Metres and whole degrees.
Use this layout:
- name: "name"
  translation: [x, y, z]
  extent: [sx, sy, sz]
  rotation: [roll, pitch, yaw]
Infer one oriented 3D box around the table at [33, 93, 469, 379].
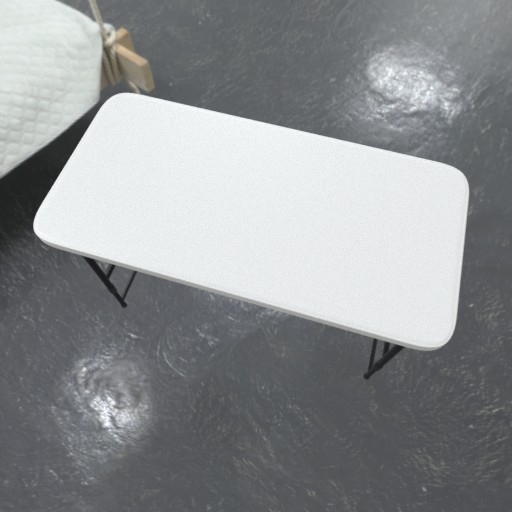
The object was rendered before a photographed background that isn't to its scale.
- name: "table"
  translation: [0.000, 0.000, 1.653]
  extent: [1.219, 0.737, 0.610]
  rotation: [15, 64, 7]
